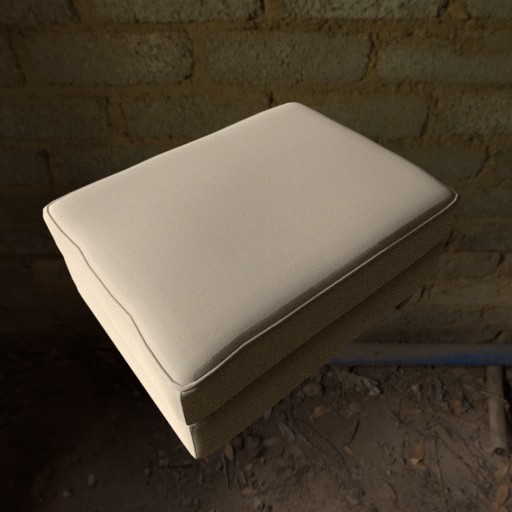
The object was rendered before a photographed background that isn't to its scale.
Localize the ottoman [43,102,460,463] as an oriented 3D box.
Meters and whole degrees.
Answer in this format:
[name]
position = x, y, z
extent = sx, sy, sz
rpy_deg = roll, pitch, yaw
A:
[ottoman]
position = 0.000, 0.000, 1.174
extent = 0.818, 0.485, 0.634
rpy_deg = -31, 54, -26
